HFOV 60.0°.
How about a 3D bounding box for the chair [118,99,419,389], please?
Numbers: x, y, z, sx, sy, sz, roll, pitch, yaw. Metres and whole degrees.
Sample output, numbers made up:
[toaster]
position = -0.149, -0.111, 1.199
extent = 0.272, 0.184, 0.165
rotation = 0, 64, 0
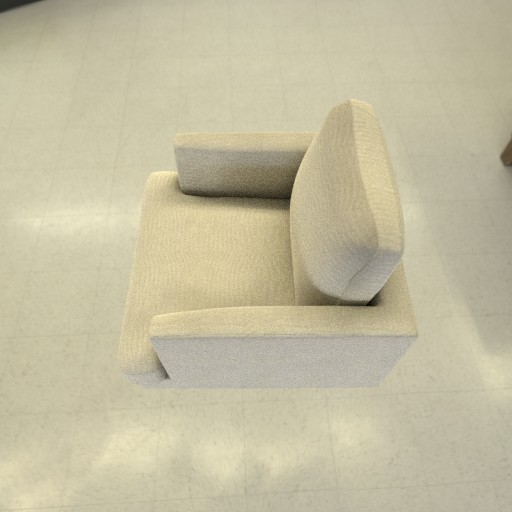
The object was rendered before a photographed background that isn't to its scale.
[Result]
[chair]
position = 0.000, 0.000, 1.612
extent = 0.899, 0.957, 0.858
rotation = 0, 58, 0
